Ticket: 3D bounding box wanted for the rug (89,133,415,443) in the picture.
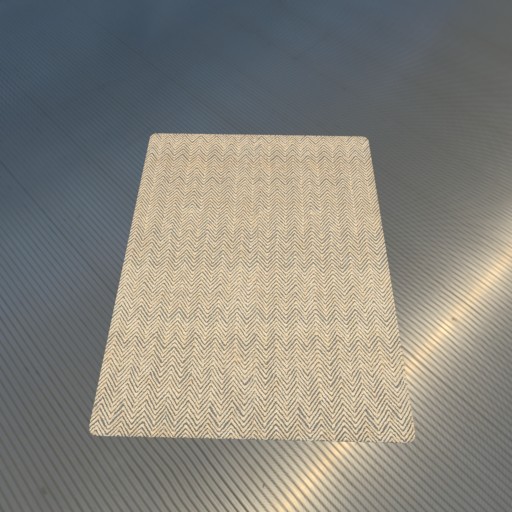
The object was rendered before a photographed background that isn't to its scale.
[{"bbox_3d":[0.000,0.000,4.132,2.439,0.014,3.207,1,58,1],"label":"rug"}]
